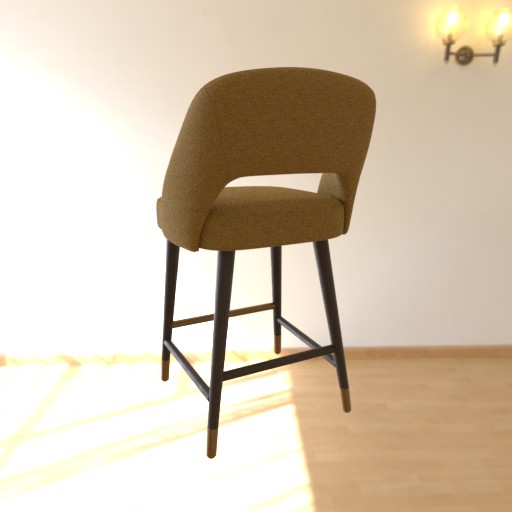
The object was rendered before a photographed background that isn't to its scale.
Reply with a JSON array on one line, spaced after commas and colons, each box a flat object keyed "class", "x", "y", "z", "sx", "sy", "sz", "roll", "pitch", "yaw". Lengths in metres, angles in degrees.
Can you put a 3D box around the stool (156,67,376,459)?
[{"class": "stool", "x": 0.000, "y": 0.000, "z": 1.267, "sx": 0.536, "sy": 0.939, "sz": 0.522, "roll": -7, "pitch": 16, "yaw": -26}]
